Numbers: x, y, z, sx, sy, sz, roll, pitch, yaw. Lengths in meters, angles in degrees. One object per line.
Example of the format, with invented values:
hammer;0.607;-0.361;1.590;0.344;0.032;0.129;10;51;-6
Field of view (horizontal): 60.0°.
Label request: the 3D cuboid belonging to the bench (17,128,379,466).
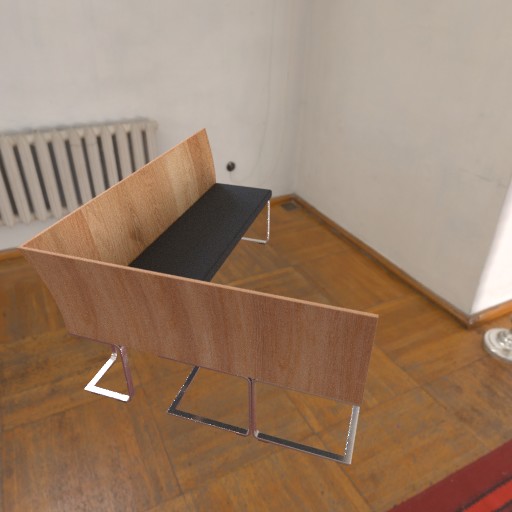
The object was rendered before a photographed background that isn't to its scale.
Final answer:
bench;0.000;0.000;2.708;1.495;0.930;1.945;10;33;15
